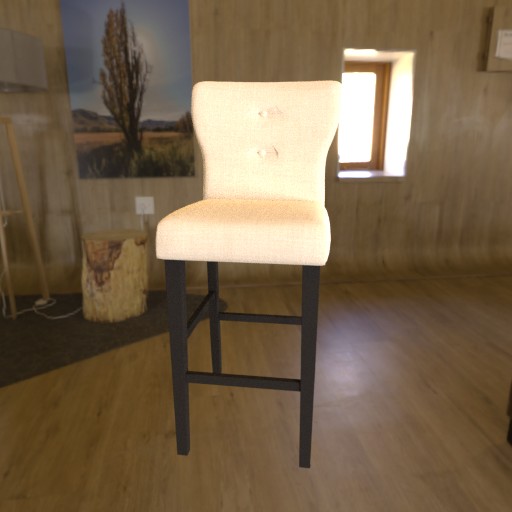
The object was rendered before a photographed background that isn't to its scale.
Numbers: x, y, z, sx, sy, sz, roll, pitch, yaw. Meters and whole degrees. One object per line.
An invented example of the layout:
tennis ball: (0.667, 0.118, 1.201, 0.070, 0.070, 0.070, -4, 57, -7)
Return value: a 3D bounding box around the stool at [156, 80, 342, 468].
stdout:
stool: (0.000, 0.000, 1.439, 0.516, 1.124, 0.603, 2, 15, 8)
